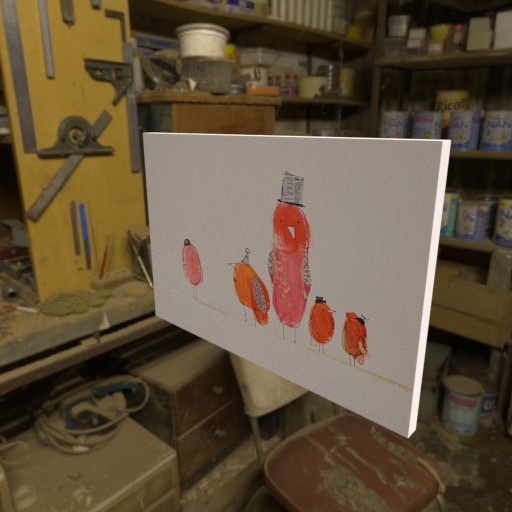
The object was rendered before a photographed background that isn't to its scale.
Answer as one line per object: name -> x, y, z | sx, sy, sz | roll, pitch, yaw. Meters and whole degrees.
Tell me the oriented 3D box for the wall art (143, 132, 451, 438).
wall art -> 0.000, 0.000, 1.161 | 0.914, 0.609, 0.038 | 15, 22, 41
